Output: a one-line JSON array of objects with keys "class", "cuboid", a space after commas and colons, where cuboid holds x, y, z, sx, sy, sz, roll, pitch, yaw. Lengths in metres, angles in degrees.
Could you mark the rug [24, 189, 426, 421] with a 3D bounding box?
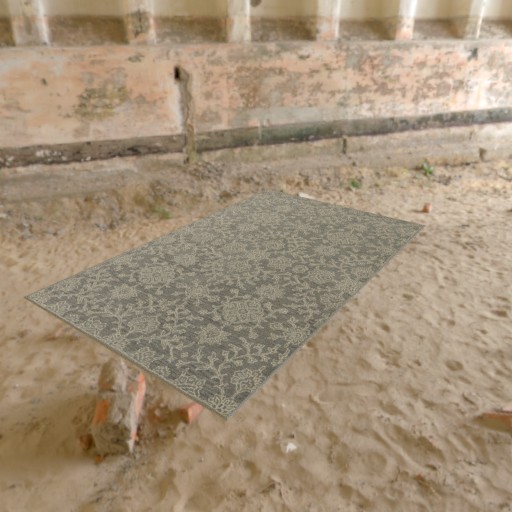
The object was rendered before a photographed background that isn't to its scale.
[{"class": "rug", "cuboid": [0.000, 0.000, 3.010, 1.515, 0.010, 2.430, 18, 32, 32]}]
